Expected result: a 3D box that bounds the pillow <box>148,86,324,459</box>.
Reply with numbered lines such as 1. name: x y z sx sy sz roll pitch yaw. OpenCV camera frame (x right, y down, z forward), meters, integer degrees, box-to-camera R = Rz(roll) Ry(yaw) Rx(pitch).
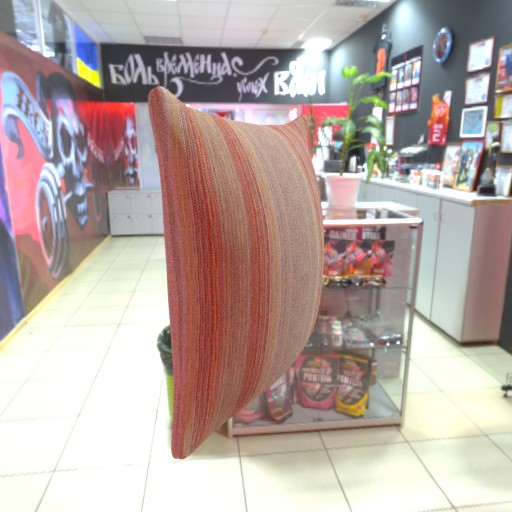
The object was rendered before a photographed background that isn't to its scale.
1. pillow: 0.000 0.000 0.687 0.191 0.449 0.451 7 16 25
